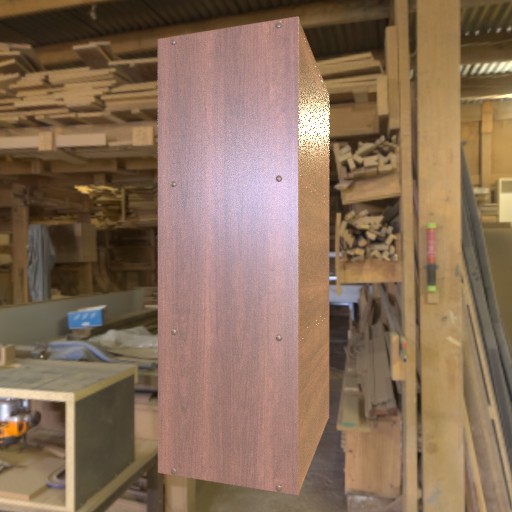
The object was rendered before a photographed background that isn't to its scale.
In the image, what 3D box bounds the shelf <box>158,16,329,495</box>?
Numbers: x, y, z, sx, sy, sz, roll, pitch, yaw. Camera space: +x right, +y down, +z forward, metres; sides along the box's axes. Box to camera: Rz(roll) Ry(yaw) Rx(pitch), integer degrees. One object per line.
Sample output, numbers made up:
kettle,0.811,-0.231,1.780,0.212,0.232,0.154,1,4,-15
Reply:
shelf,0.000,0.000,1.052,0.290,0.879,0.414,0,0,17
